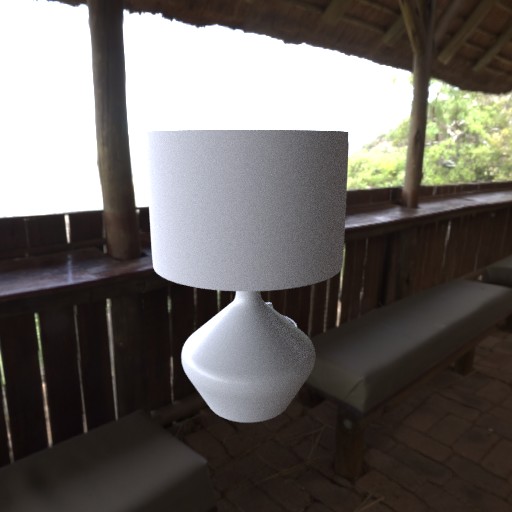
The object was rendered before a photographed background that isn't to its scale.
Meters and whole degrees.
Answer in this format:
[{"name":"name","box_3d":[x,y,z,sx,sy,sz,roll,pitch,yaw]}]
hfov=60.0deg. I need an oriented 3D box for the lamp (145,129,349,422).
[{"name":"lamp","box_3d":[0.000,0.000,0.857,0.401,0.457,0.546,7,16,26]}]
